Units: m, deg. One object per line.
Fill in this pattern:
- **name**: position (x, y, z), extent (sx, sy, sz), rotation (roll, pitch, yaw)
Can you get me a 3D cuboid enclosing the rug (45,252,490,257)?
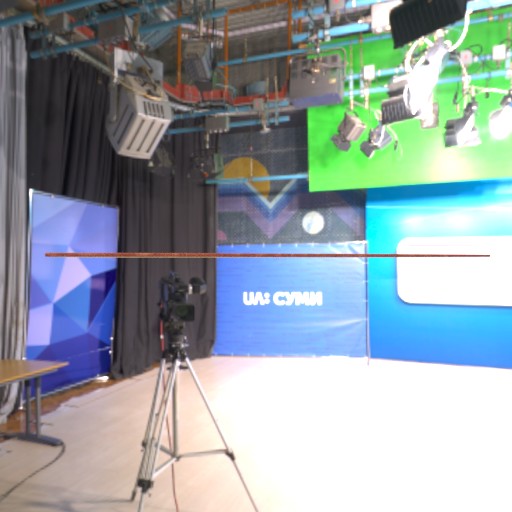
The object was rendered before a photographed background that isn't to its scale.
- **rug**: position (0.000, 0.000, 2.287), extent (1.829, 0.014, 1.219), rotation (0, 0, -18)
